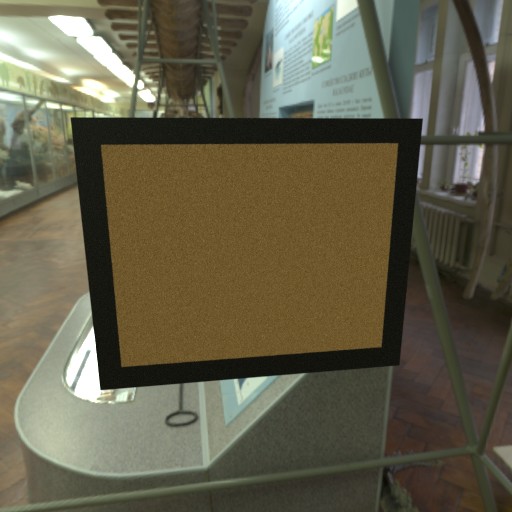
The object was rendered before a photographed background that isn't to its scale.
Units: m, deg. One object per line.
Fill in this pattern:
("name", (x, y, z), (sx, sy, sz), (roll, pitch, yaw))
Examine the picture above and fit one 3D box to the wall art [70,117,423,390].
("wall art", (0.000, 0.000, 0.773), (0.561, 0.460, 0.028), (-2, 16, -8))
